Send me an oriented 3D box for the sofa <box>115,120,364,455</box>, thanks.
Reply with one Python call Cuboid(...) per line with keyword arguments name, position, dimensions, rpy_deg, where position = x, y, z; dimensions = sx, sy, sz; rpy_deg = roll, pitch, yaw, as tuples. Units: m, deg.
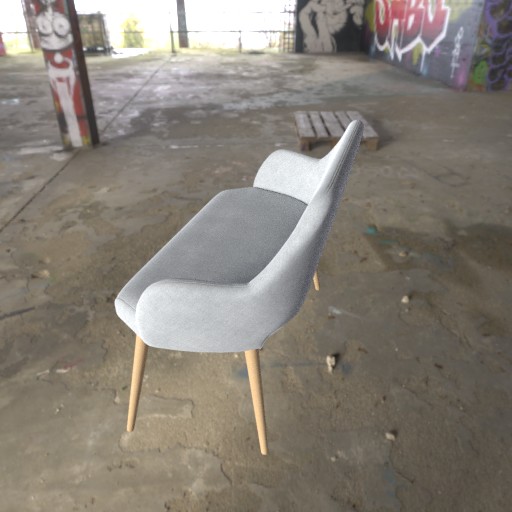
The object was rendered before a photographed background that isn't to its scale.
Cuboid(name="sofa", position=(0.000, 0.000, 1.589), dimensions=(0.610, 0.840, 1.150), rpy_deg=(9, 31, 15))
